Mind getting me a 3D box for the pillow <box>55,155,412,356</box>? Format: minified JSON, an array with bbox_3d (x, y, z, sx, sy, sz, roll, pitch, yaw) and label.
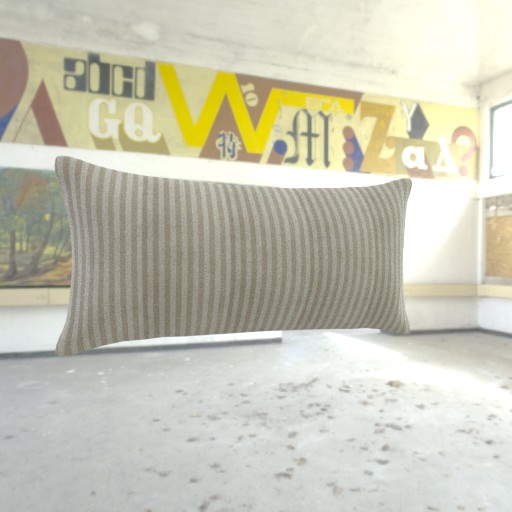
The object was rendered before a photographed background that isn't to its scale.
[{"bbox_3d":[0.000,0.000,0.740,0.617,0.295,0.151,0,-1,-18],"label":"pillow"}]
